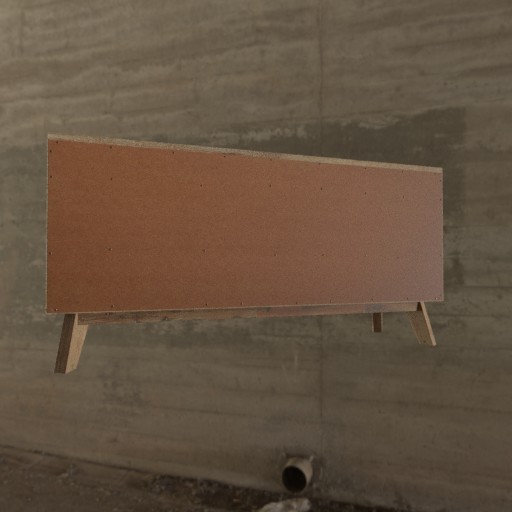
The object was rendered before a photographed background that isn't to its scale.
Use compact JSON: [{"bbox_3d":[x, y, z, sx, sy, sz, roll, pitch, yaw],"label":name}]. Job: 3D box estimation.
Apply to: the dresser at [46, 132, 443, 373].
[{"bbox_3d":[0.000,0.000,1.917,1.602,0.788,0.455,0,-1,-19],"label":"dresser"}]
